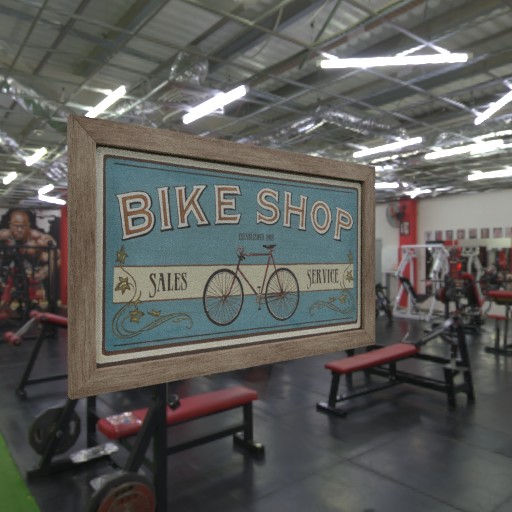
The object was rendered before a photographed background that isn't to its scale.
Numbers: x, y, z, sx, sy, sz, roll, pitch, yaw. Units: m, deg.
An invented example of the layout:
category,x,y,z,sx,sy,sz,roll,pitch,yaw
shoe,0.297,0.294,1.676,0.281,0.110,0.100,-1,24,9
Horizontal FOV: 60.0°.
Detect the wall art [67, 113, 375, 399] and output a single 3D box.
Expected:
category,x,y,z,sx,sy,sz,roll,pitch,yaw
wall art,0.000,0.000,0.978,0.780,0.480,0.021,0,0,-36
